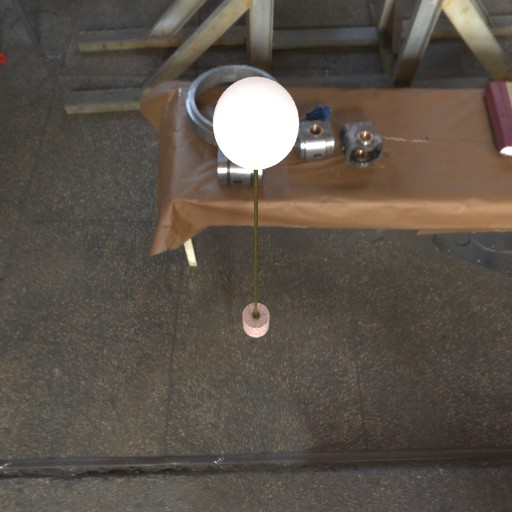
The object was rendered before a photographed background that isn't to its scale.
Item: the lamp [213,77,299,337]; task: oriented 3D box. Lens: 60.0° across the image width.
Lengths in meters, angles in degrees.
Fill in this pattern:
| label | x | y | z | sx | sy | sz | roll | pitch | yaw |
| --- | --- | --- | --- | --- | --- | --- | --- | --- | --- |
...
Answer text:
| label | x | y | z | sx | sy | sz | roll | pitch | yaw |
| --- | --- | --- | --- | --- | --- | --- | --- | --- | --- |
| lamp | 0.000 | 0.000 | 1.851 | 0.229 | 1.748 | 0.229 | -31 | 66 | -15 |
